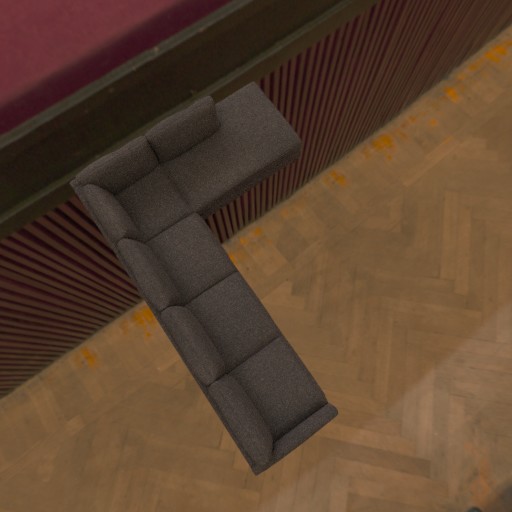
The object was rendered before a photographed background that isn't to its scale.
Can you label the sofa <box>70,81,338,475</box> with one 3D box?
[{"bbox_3d":[0.000,0.000,3.932,2.007,0.815,2.949,-34,79,-8],"label":"sofa"}]
